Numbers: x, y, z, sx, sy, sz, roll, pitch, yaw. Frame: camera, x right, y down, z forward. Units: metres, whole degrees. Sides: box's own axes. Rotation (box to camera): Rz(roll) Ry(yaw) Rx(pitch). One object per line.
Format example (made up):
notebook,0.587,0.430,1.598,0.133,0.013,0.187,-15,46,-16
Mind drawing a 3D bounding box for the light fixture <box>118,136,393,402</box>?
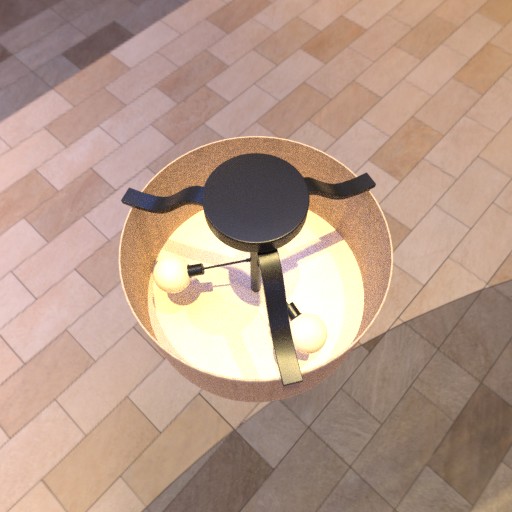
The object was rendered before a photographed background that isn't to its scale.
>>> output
light fixture,0.000,0.000,0.652,0.390,0.306,0.390,0,64,0
